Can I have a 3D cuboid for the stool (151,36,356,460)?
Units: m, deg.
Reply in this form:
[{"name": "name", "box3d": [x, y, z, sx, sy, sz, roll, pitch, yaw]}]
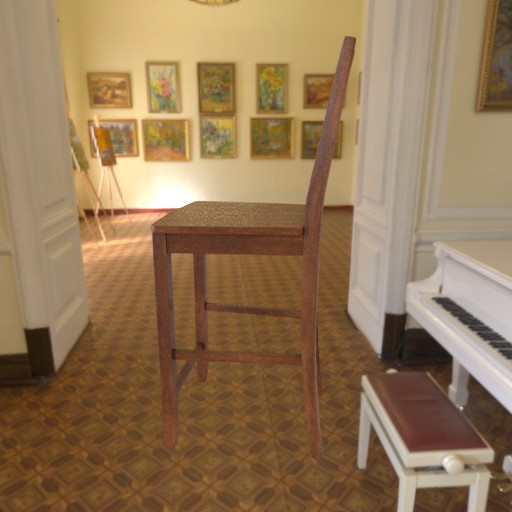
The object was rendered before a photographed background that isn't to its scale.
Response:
[{"name": "stool", "box3d": [0.000, 0.000, 1.311, 0.504, 1.098, 0.426, 2, 16, 8]}]
